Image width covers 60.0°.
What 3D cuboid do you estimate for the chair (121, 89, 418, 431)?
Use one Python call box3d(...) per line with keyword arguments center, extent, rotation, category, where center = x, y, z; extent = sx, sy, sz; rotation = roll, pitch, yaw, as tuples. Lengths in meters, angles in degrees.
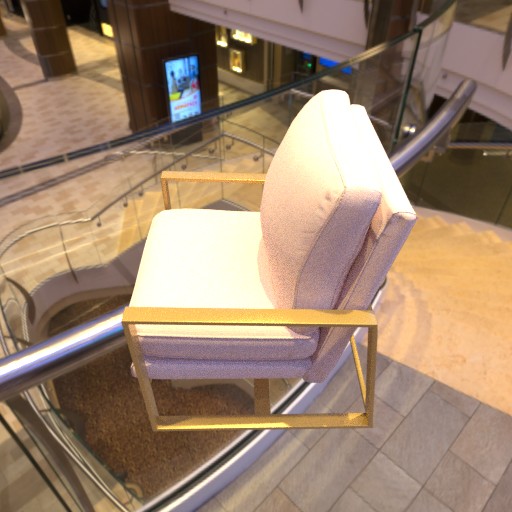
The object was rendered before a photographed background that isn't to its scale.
box3d(center=(0.000, 0.000, 1.518), extent=(0.813, 0.956, 0.758), rotation=(-1, 41, -1), category="chair")
